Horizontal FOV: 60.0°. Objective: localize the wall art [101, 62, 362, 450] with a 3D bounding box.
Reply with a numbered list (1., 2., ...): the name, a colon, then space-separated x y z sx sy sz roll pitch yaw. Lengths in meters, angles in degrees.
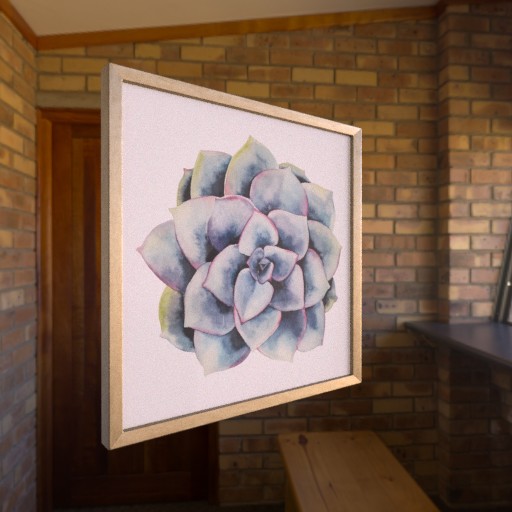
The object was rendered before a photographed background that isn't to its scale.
1. wall art: 0.000 0.000 0.739 0.503 0.506 0.030 0 0 -37
